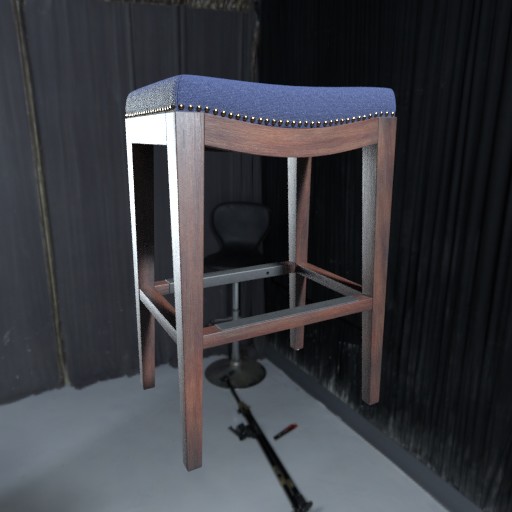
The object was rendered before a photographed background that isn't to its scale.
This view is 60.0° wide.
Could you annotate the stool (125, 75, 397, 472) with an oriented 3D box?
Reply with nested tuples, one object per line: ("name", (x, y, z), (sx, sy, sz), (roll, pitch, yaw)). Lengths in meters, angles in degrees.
("stool", (0.000, 0.000, 1.038), (0.498, 0.740, 0.358), (-8, 17, -27))
